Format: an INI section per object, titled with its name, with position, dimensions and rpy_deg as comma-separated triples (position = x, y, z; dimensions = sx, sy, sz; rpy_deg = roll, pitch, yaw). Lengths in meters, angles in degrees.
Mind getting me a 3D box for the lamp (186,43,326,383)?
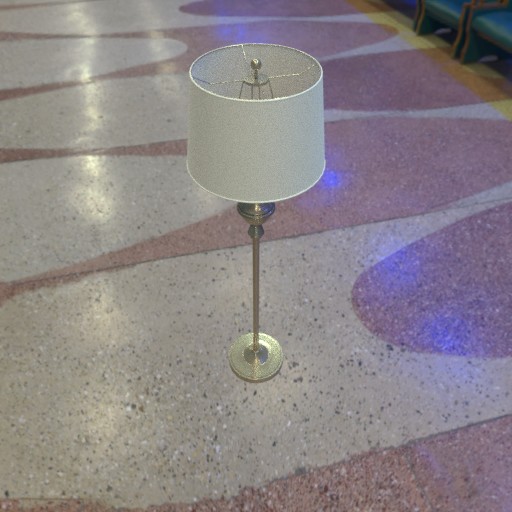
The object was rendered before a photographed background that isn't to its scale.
[lamp]
position = 0.000, 0.000, 1.696
dimensions = 0.431, 1.488, 0.431
rpy_deg = 0, 46, 0
